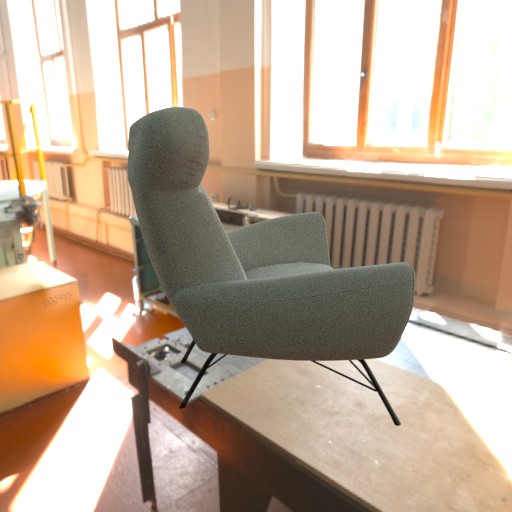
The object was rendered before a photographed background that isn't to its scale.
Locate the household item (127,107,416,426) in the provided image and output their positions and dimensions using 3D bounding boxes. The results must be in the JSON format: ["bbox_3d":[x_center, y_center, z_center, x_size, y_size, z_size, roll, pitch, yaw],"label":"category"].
[{"bbox_3d":[0.000,0.000,1.705,0.900,1.050,0.980,-3,16,-9],"label":"household item"}]
